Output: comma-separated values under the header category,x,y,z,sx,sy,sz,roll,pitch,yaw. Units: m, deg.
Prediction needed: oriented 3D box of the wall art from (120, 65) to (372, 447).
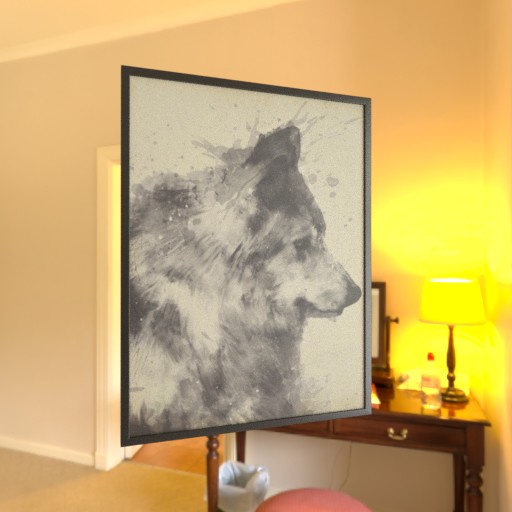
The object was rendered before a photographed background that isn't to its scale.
category,x,y,z,sx,sy,sz,roll,pitch,yaw
wall art,0.000,0.000,1.376,0.804,1.061,0.039,0,0,-19
